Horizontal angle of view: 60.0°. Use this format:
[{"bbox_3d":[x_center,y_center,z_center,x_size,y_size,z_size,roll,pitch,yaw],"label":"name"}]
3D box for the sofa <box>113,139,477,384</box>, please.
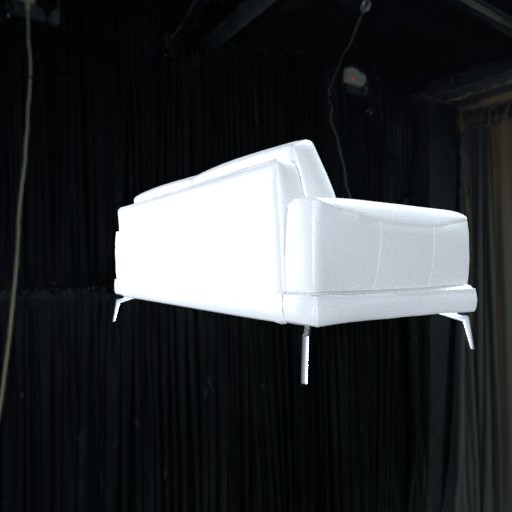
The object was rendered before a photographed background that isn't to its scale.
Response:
[{"bbox_3d":[0.000,0.000,2.686,1.121,0.930,2.177,1,-1,-36],"label":"sofa"}]
